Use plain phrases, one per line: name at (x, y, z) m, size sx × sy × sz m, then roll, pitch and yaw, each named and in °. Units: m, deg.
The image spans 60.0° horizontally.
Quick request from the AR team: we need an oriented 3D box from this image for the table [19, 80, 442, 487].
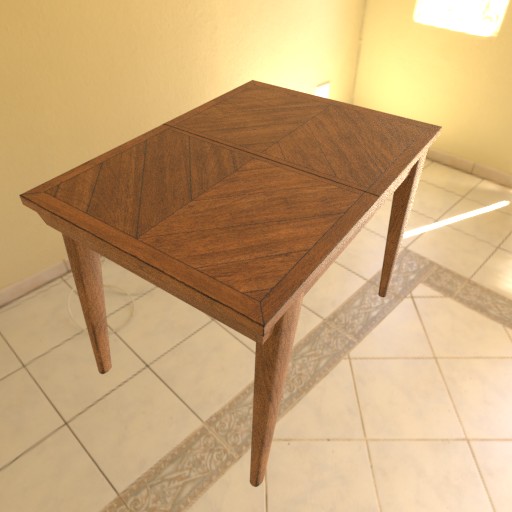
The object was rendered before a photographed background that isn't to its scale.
table at (0.000, 0.000, 1.533) m, size 0.757 × 0.760 × 1.027 m, roll 25°, pitch 46°, yaw 26°
